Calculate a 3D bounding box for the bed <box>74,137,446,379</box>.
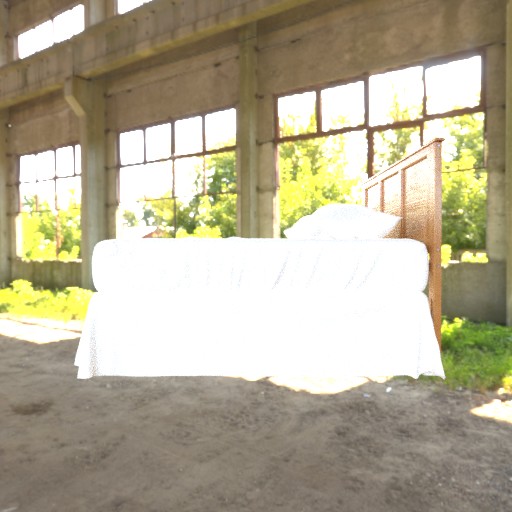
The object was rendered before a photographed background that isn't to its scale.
[{"bbox_3d":[0.000,0.000,3.170,2.035,1.273,1.870,0,1,0],"label":"bed"}]
